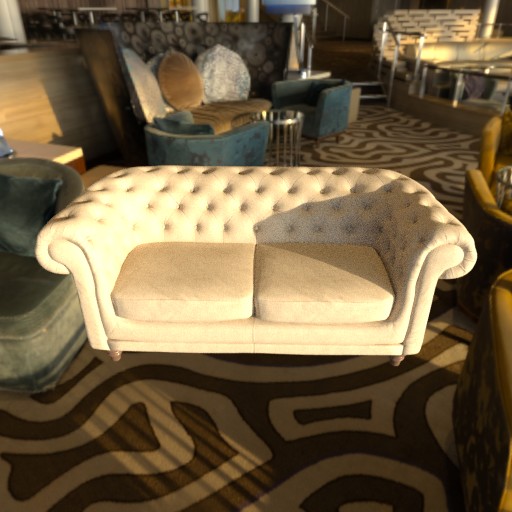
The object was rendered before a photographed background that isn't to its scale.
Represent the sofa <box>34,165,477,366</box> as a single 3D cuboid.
[{"bbox_3d":[0.000,0.000,2.535,1.988,0.835,1.069,1,29,1],"label":"sofa"}]
